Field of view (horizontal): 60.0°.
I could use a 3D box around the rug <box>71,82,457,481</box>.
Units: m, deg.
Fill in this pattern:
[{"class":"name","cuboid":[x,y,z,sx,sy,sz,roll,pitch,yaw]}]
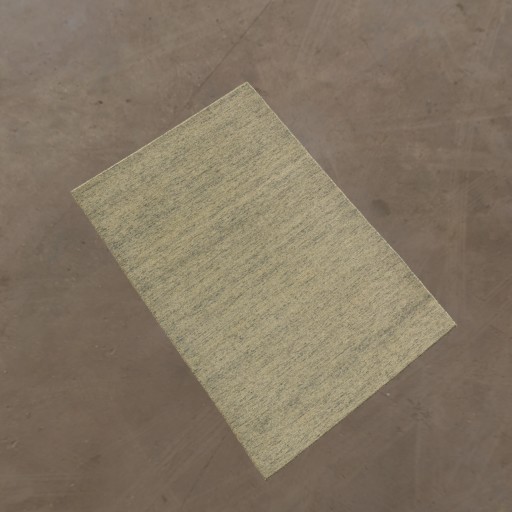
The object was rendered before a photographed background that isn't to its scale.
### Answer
[{"class":"rug","cuboid":[0.000,0.000,2.395,1.243,0.014,1.846,-35,77,-10]}]
